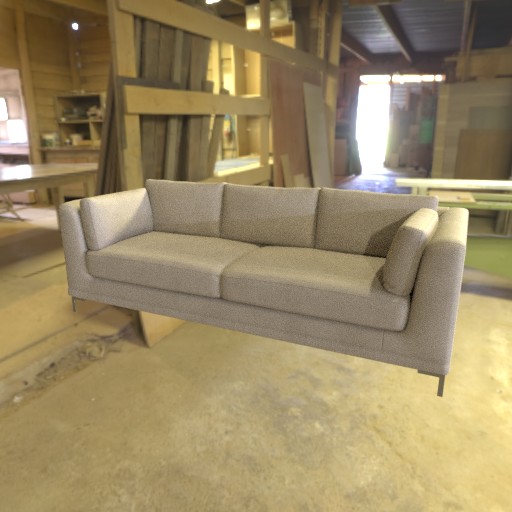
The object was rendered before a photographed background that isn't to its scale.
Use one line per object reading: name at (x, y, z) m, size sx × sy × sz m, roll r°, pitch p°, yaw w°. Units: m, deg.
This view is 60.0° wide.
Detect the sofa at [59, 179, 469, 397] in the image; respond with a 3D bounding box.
sofa at (0.000, 0.000, 2.864) m, size 2.415 × 0.867 × 0.969 m, roll 7°, pitch 18°, yaw 24°
